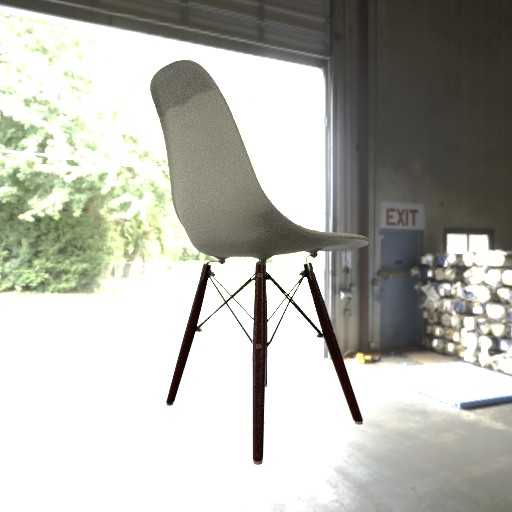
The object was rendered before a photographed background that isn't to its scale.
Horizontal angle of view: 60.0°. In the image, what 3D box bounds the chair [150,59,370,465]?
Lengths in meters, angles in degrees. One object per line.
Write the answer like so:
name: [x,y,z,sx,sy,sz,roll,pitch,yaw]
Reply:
chair: [0.000,0.000,1.139,0.533,0.826,0.470,0,0,-37]
